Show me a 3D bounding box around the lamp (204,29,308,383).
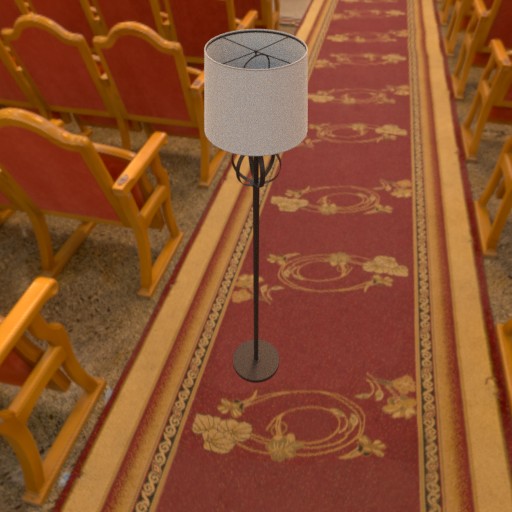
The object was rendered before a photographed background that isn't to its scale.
[{"bbox_3d":[0.000,0.000,1.607,0.286,1.462,0.286,10,47,9],"label":"lamp"}]
